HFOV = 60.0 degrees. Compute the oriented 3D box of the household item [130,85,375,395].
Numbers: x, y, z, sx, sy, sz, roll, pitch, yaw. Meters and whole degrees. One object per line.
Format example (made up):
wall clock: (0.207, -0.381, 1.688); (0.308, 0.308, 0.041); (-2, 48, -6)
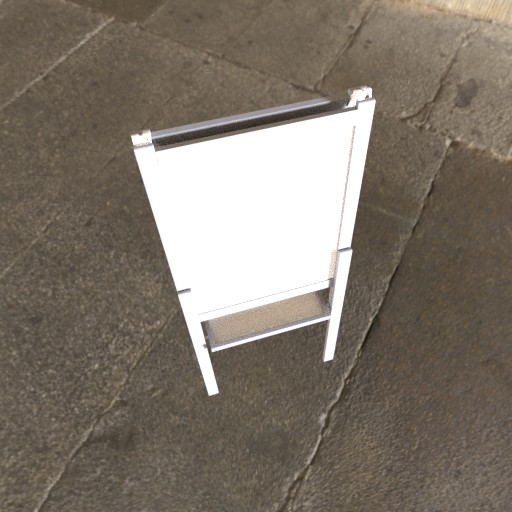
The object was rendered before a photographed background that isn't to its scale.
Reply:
household item: (0.000, 0.000, 1.437); (0.531, 1.172, 0.469); (-14, 59, -9)
